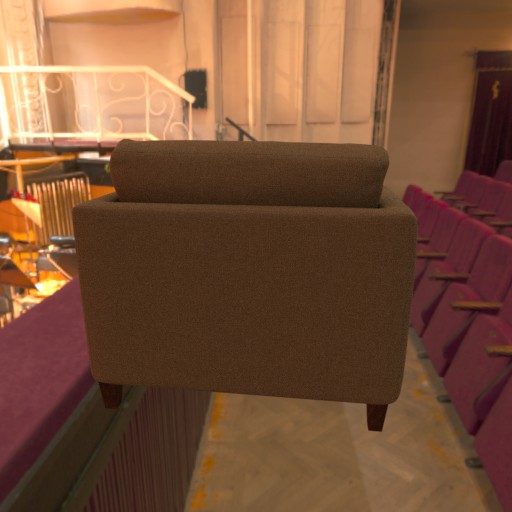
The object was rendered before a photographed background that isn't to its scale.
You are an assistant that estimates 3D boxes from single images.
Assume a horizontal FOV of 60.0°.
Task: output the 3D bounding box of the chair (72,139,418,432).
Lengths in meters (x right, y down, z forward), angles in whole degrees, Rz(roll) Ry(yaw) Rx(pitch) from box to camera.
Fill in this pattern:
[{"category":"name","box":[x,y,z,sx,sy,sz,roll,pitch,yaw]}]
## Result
[{"category":"chair","box":[0.000,0.000,1.861,1.107,0.963,0.959,2,17,7]}]
